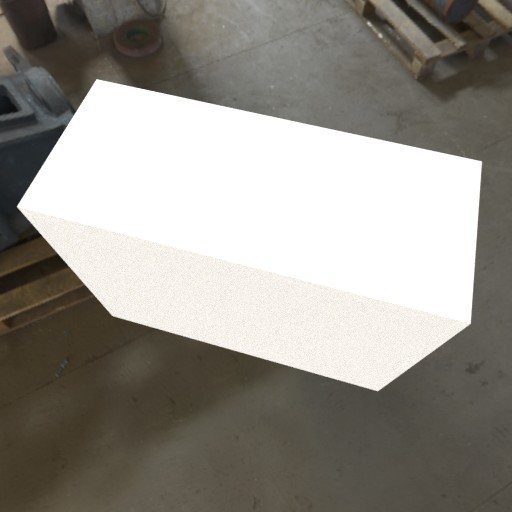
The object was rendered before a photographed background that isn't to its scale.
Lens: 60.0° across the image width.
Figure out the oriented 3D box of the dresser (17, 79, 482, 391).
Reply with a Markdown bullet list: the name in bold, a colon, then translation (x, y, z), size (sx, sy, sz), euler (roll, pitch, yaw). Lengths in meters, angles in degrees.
- **dresser**: translation (0.000, 0.000, 1.495), size (1.100, 0.820, 0.460), euler (14, 64, 7)
